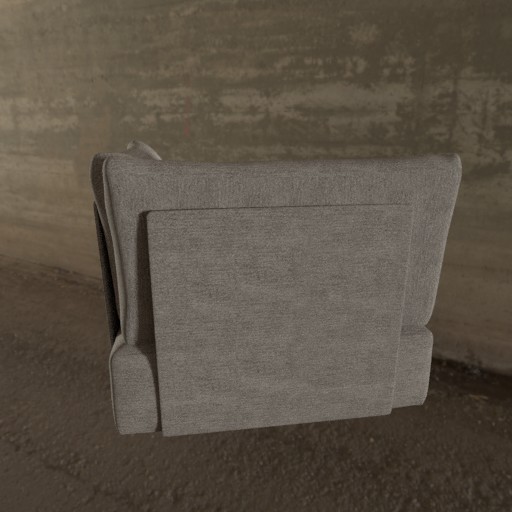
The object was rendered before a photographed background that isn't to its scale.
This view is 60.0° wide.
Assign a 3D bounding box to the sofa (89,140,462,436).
[{"bbox_3d":[0.000,0.000,1.674,1.000,0.820,1.000,-2,17,-8],"label":"sofa"}]
